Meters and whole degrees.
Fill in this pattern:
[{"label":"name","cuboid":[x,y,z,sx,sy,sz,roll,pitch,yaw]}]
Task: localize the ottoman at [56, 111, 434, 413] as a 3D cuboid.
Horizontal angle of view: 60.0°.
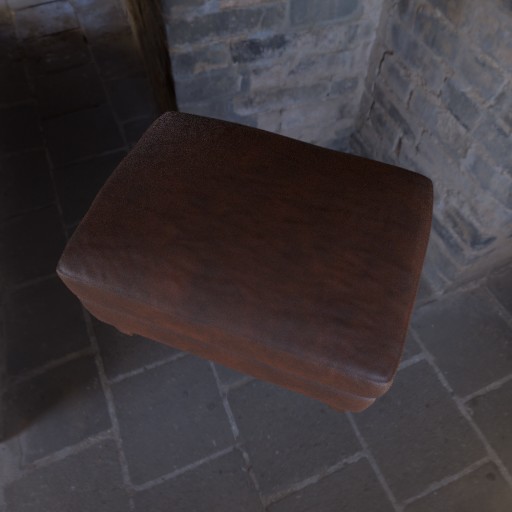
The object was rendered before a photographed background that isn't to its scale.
[{"label":"ottoman","cuboid":[0.000,0.000,1.325,0.887,0.527,0.659,17,60,10]}]
